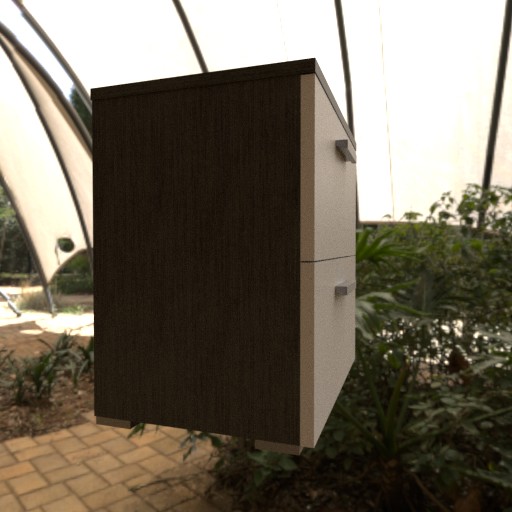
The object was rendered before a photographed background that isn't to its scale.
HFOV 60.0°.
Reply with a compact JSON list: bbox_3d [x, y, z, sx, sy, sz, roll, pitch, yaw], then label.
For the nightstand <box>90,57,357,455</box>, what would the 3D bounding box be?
[{"bbox_3d":[0.000,0.000,0.762,0.325,0.460,0.441,0,1,19],"label":"nightstand"}]
